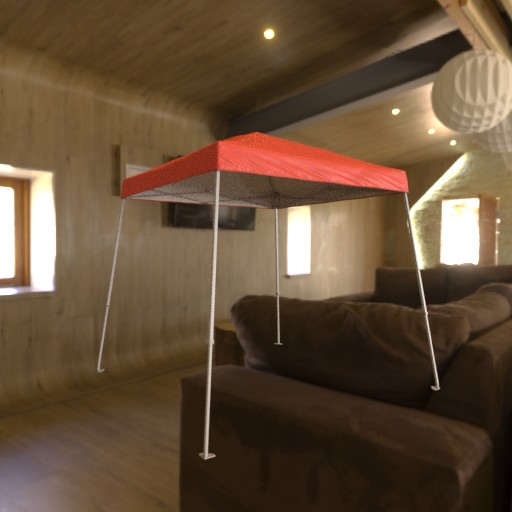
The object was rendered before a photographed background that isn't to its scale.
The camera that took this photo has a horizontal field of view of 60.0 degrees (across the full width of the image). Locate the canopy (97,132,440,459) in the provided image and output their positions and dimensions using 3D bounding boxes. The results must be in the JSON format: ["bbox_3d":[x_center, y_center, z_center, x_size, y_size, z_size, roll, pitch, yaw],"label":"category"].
[{"bbox_3d":[0.000,0.000,5.118,2.850,2.850,2.849,0,1,-35],"label":"canopy"}]
